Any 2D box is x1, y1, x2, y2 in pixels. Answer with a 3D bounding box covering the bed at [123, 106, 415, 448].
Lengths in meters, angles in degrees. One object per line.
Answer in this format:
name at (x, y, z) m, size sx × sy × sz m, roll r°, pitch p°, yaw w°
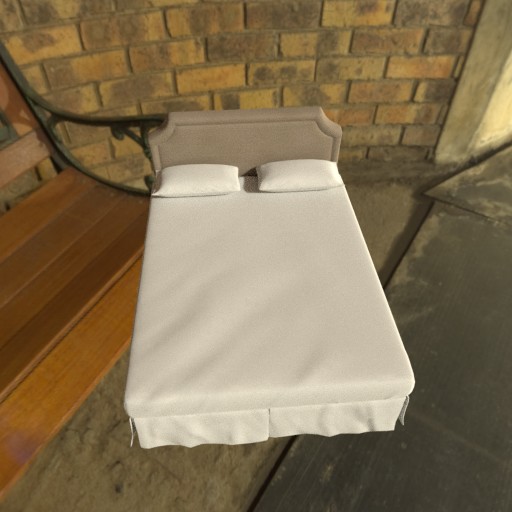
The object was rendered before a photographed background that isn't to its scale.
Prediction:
bed at (0.000, 0.000, 3.580) m, size 1.977 × 1.293 × 2.498 m, roll -3°, pitch 45°, yaw -3°
